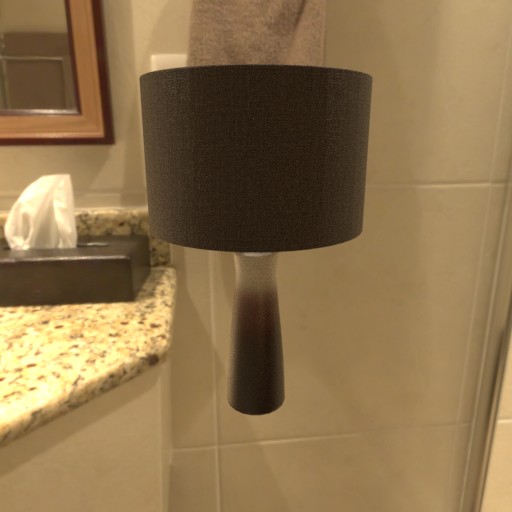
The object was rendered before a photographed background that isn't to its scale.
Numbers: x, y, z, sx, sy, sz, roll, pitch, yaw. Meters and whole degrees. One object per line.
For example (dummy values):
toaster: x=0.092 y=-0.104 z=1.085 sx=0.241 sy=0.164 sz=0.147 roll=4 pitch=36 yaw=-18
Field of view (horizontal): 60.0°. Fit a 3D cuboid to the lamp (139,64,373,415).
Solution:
lamp: x=0.000 y=0.000 z=0.659 sx=0.303 sy=0.488 sz=0.303 roll=0 pitch=16 yaw=0
